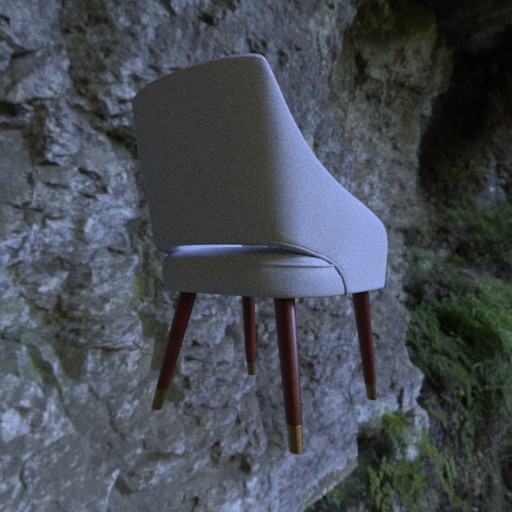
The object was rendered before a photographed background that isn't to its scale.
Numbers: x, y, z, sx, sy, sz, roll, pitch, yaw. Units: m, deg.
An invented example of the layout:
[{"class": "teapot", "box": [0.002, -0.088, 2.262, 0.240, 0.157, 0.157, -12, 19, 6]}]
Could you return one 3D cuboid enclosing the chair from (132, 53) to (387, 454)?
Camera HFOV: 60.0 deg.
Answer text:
[{"class": "chair", "box": [0.000, 0.000, 1.282, 0.609, 0.889, 0.600, 0, 0, 37]}]
